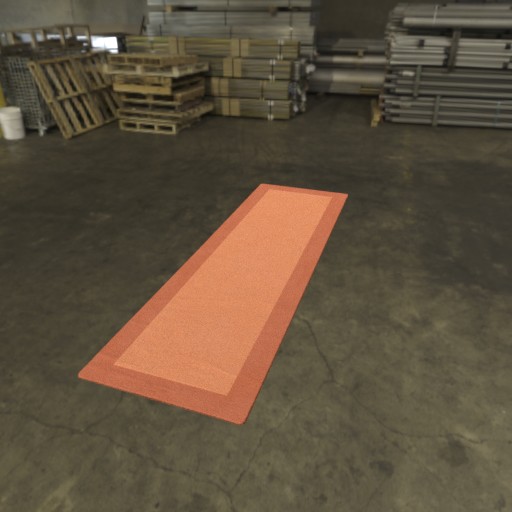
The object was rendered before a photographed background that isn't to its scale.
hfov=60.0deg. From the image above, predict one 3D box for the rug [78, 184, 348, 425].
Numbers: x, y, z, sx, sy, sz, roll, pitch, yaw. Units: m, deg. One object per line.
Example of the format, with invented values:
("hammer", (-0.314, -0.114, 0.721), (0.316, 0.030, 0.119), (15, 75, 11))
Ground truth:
("rug", (0.000, 0.000, 2.752), (0.914, 0.013, 2.471), (8, 31, 14))
